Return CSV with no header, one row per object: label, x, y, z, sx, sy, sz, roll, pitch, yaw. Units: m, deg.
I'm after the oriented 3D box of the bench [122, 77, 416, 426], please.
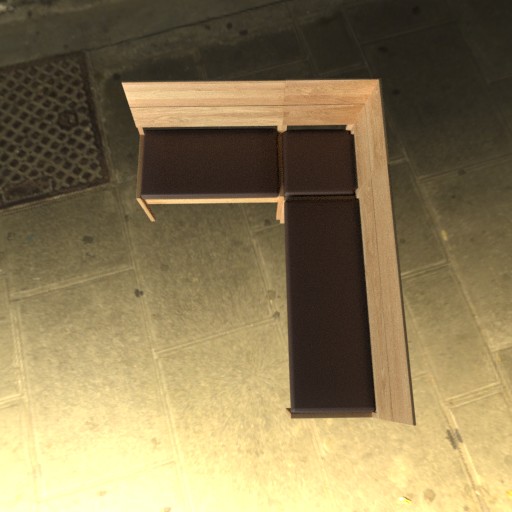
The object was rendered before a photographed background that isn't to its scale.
bench,0.000,0.000,2.808,1.549,0.890,1.975,-2,75,0
